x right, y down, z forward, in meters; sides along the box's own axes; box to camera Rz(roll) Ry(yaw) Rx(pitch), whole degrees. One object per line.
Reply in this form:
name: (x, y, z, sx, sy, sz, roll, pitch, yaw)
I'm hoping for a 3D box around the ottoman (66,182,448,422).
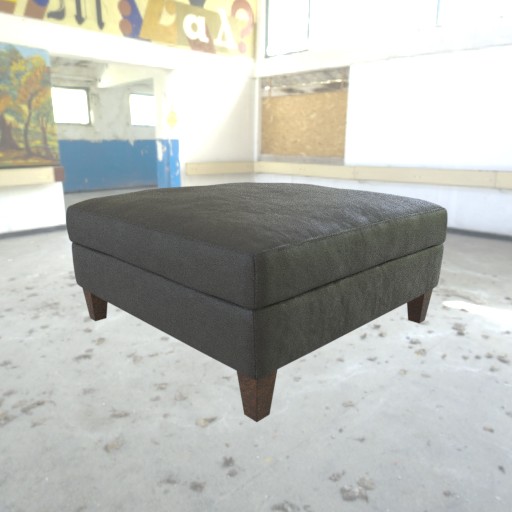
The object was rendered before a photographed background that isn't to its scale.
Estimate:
ottoman: (0.000, 0.000, 1.357, 0.836, 0.415, 0.844, -14, 20, -43)
